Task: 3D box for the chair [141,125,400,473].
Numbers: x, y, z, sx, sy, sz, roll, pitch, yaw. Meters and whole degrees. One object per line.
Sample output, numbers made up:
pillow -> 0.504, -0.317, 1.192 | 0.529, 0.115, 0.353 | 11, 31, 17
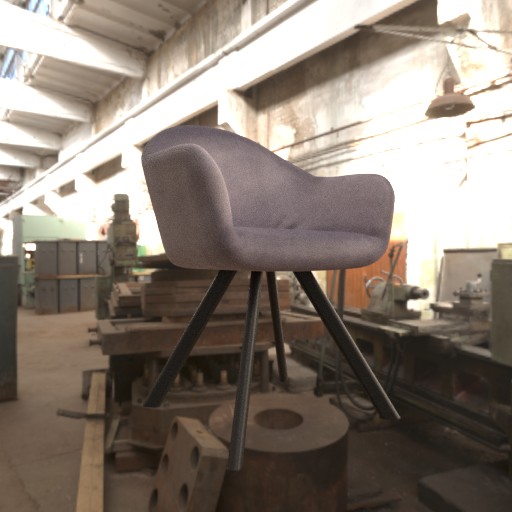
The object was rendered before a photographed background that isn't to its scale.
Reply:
chair -> 0.000, 0.000, 1.148 | 0.570, 0.780, 0.540 | 0, 0, -35
